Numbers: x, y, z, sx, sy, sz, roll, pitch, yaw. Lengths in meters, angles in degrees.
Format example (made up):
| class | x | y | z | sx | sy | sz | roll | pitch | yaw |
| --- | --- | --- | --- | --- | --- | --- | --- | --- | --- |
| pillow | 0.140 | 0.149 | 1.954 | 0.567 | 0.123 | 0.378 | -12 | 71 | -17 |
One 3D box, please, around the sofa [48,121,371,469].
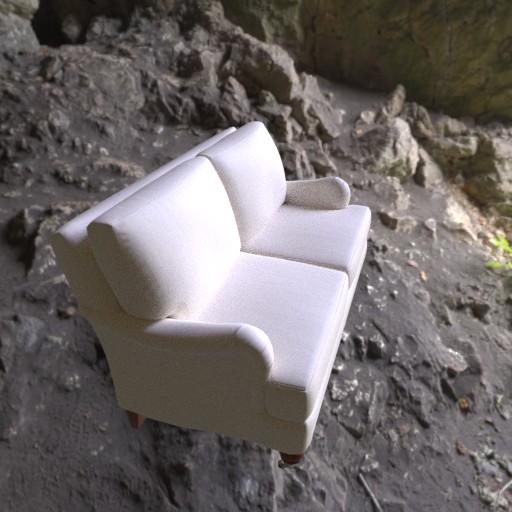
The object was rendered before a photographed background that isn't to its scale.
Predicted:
| class | x | y | z | sx | sy | sz | roll | pitch | yaw |
| --- | --- | --- | --- | --- | --- | --- | --- | --- | --- |
| sofa | 0.000 | 0.000 | 2.476 | 1.084 | 1.101 | 1.853 | 10 | 31 | 17 |
